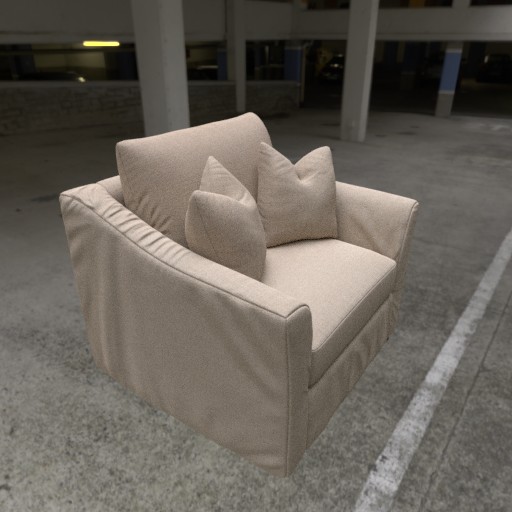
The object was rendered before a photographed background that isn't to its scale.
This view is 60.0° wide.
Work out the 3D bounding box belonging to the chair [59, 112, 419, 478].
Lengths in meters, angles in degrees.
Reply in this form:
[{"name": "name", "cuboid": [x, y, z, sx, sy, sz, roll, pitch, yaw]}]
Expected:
[{"name": "chair", "cuboid": [0.000, 0.000, 2.004, 1.071, 1.093, 1.194, 18, 31, 31]}]
